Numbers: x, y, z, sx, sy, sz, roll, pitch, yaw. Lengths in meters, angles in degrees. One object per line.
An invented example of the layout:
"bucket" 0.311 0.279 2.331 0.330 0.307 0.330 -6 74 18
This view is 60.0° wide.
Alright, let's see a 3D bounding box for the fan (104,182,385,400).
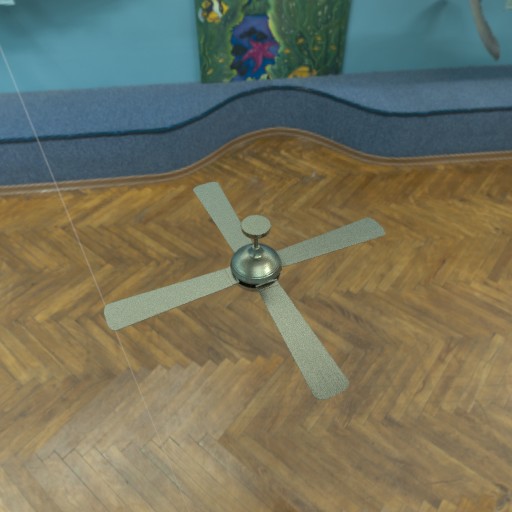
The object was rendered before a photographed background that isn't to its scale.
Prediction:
"fan" 0.000 0.000 1.994 1.321 0.381 1.321 -3 47 -3
